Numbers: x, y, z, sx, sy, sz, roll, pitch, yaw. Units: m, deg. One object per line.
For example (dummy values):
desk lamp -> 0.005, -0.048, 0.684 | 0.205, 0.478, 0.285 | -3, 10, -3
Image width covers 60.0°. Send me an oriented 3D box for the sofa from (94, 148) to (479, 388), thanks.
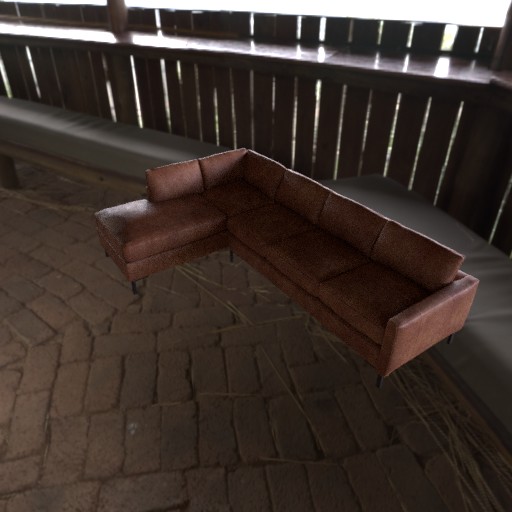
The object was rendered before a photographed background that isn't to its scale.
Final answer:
sofa -> 0.000, 0.000, 3.907 | 1.938, 0.877, 2.984 | -20, 38, -29
